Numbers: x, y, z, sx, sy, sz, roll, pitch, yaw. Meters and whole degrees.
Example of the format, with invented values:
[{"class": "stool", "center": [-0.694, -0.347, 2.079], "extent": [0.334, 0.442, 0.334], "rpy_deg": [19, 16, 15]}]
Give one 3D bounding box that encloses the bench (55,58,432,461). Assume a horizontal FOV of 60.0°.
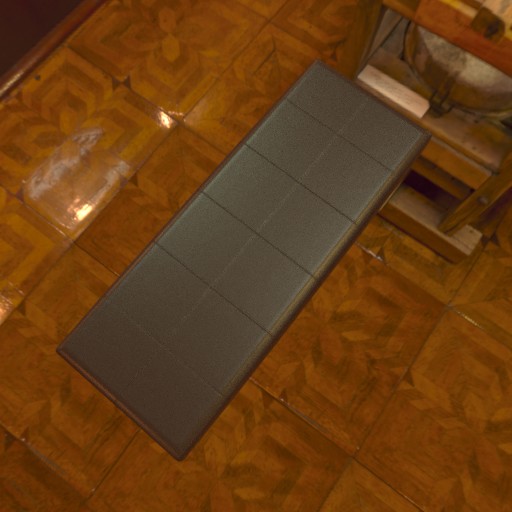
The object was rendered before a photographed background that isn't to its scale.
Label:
[{"class": "bench", "center": [0.000, 0.000, 1.369], "extent": [0.429, 0.457, 1.092], "rpy_deg": [38, 78, 9]}]
